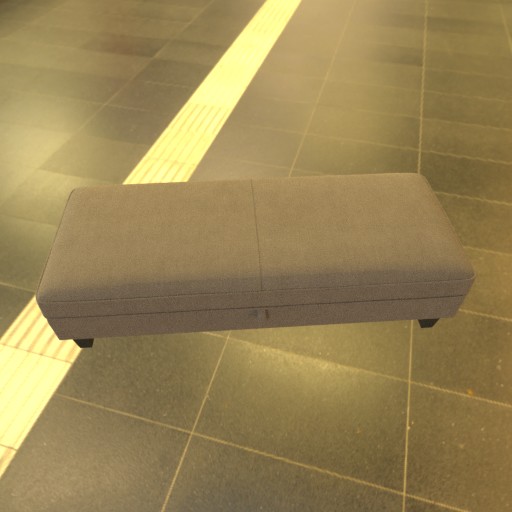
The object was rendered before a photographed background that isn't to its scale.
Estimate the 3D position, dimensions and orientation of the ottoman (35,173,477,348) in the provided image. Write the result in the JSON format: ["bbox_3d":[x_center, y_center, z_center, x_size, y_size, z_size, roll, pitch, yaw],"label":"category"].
[{"bbox_3d":[0.000,0.000,2.075,1.764,0.470,0.751,-3,47,-3],"label":"ottoman"}]
